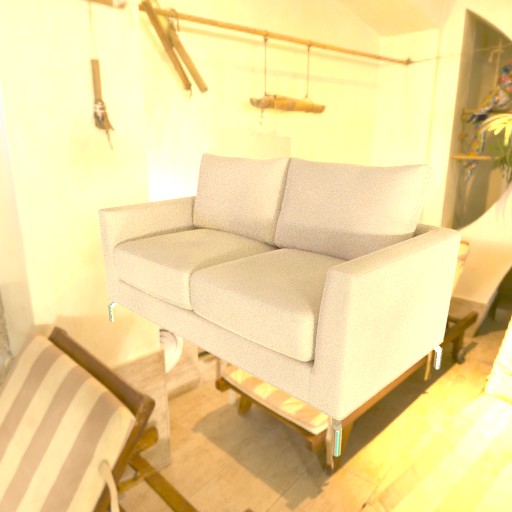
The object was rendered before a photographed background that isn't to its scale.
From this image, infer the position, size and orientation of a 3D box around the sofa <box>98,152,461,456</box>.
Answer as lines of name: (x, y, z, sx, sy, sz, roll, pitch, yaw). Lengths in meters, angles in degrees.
sofa: (0.000, 0.000, 2.332, 1.739, 0.995, 0.906, 15, 22, 43)
